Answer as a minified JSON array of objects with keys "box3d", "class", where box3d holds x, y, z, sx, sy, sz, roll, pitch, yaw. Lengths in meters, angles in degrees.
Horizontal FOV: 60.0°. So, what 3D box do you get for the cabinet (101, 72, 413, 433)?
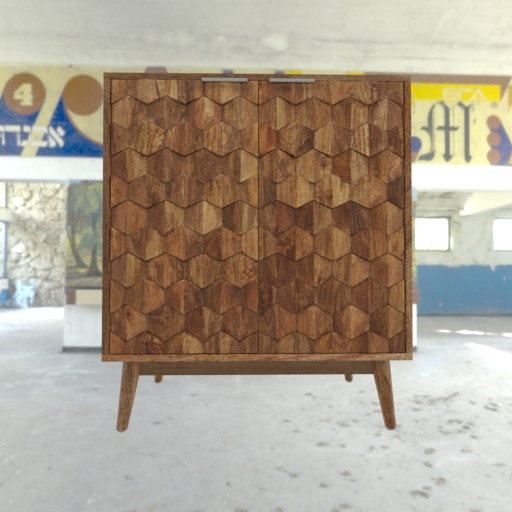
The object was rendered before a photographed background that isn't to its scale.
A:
[{"box3d":[0.000,0.000,1.152,0.647,0.758,0.473,0,-1,-1],"class":"cabinet"}]
